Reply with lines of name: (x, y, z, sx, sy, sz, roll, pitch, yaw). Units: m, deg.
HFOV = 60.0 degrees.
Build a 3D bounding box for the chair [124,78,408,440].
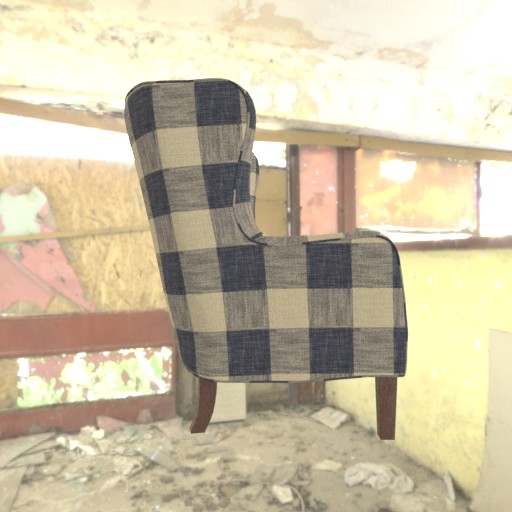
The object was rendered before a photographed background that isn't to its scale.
chair: (0.000, 0.000, 1.651, 0.889, 1.041, 0.830, 0, 0, 1)
